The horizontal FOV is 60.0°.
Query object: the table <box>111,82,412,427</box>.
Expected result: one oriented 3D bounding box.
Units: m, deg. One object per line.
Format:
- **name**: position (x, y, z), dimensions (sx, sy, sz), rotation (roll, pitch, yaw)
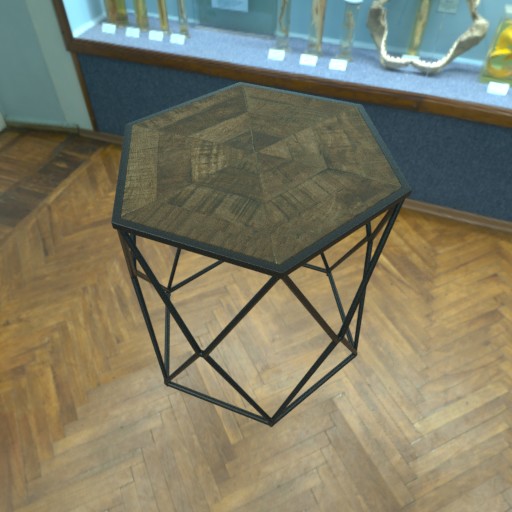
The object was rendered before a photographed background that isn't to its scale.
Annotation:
- **table**: position (0.000, 0.000, 1.041), dimensions (0.578, 0.564, 0.579), rotation (16, 49, 15)
